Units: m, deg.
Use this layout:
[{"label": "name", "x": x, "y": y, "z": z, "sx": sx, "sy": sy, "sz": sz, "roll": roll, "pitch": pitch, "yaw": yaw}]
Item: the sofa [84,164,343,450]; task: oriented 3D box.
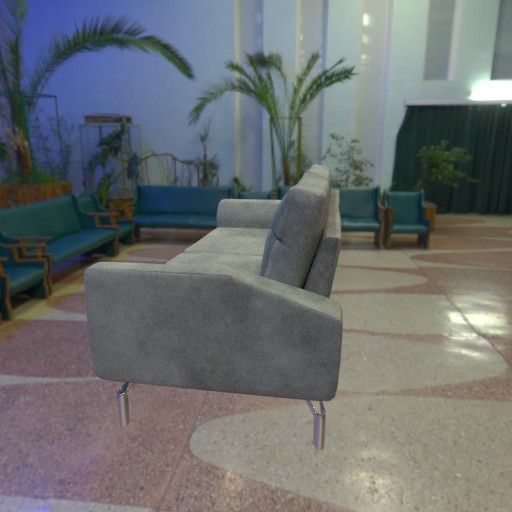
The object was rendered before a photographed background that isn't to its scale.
[{"label": "sofa", "x": 0.000, "y": 0.000, "z": 2.271, "sx": 0.849, "sy": 0.859, "sz": 1.837, "roll": 2, "pitch": 15, "yaw": 10}]
